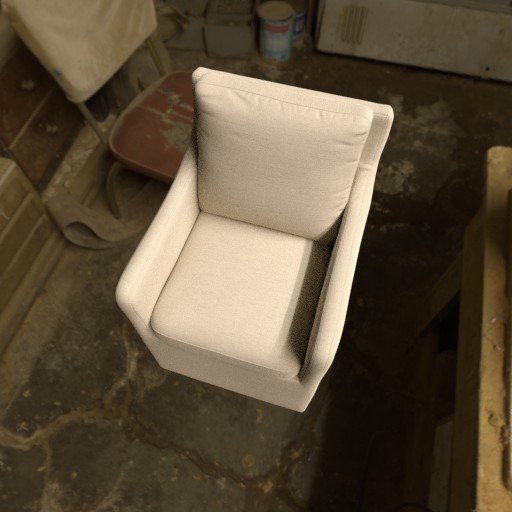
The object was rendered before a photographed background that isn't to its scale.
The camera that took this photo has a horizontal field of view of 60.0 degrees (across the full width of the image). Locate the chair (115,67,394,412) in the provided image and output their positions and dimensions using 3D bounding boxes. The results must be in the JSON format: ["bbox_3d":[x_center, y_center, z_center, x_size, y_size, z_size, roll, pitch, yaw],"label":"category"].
[{"bbox_3d":[0.000,0.000,1.432,0.626,0.914,0.694,15,60,9],"label":"chair"}]
